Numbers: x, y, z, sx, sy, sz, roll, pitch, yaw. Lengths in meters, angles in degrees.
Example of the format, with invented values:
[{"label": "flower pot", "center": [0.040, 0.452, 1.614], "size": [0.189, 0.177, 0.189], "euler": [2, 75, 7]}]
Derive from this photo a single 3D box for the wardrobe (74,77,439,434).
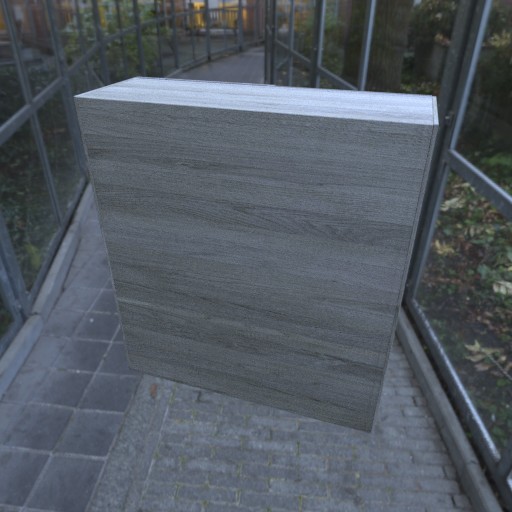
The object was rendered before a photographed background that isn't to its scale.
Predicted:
[{"label": "wardrobe", "center": [0.000, 0.000, 2.809], "size": [1.780, 1.960, 0.629], "euler": [10, 32, 16]}]
